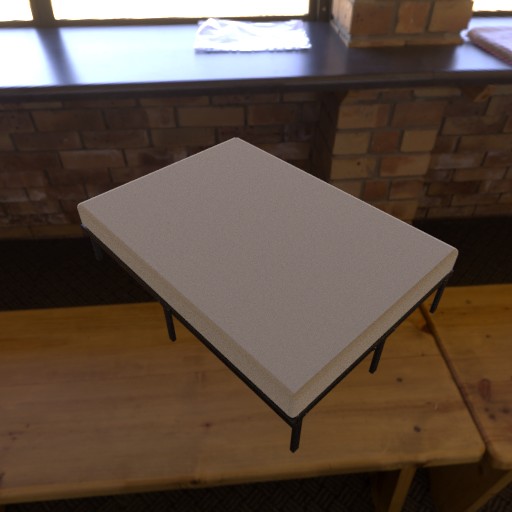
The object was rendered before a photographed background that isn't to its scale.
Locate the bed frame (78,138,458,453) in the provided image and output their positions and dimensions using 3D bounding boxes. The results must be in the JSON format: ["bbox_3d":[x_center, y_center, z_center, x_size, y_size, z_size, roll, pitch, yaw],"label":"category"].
[{"bbox_3d":[0.000,0.000,3.863,2.205,0.680,2.842,-26,48,-26],"label":"bed frame"}]
